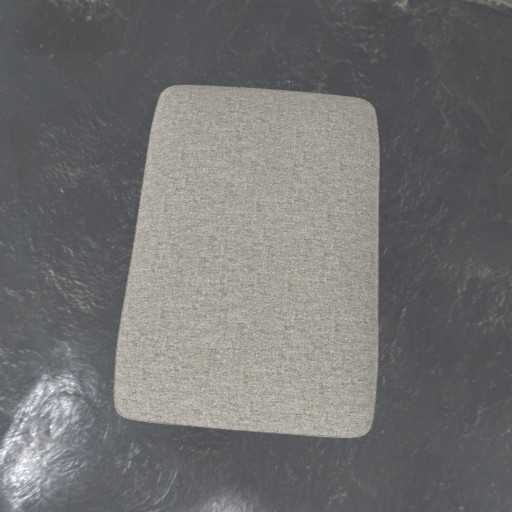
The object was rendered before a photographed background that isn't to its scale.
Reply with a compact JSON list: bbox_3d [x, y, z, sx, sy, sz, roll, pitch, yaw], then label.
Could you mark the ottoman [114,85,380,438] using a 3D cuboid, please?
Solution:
[{"bbox_3d":[0.000,0.000,1.360,0.694,0.451,0.977,4,75,1],"label":"ottoman"}]
